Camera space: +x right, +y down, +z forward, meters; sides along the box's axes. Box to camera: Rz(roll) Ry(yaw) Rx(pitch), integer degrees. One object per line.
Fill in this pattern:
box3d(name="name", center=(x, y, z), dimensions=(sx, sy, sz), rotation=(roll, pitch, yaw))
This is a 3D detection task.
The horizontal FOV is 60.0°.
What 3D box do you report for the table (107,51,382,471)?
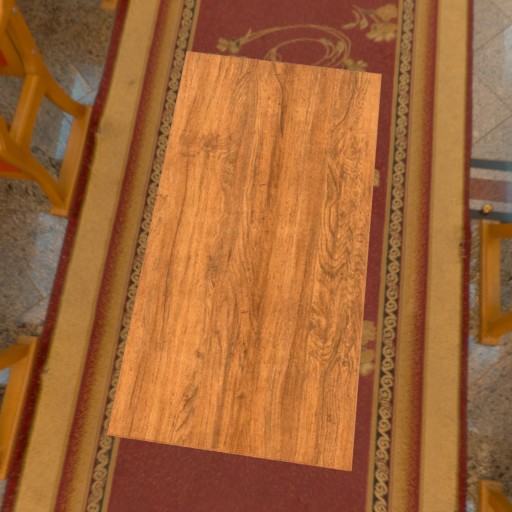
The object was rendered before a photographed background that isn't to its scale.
box3d(name="table", center=(0.000, 0.000, 1.481), dimensions=(0.635, 0.480, 1.150), rotation=(8, 76, 2))
